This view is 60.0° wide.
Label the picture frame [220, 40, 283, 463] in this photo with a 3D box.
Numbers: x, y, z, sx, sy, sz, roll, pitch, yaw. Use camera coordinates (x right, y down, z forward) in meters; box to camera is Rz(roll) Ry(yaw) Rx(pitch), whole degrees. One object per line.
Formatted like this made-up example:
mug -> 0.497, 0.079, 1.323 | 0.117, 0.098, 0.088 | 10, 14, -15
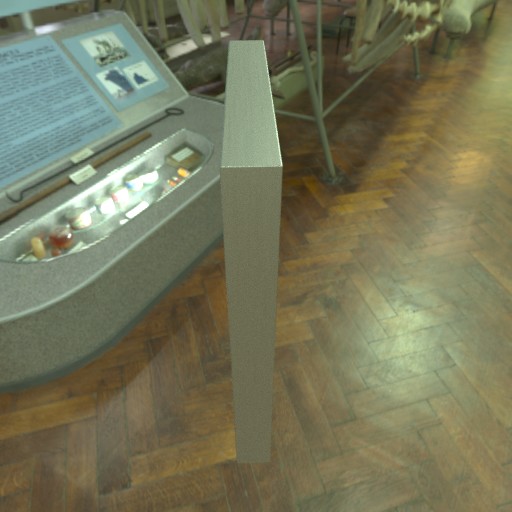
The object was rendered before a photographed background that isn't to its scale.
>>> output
picture frame -> 0.000, 0.000, 0.273 | 0.028, 0.208, 0.157 | -1, 40, -1
